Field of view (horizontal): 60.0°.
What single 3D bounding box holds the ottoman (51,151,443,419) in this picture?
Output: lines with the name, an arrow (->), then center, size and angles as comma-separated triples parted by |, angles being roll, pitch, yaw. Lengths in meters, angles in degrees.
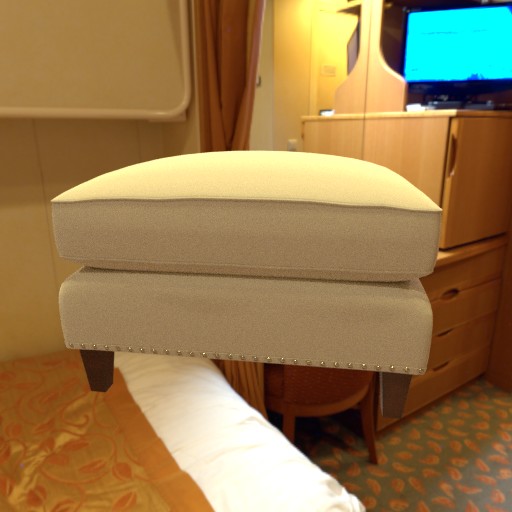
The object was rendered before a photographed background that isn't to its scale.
ottoman -> 0.000, 0.000, 1.117 | 0.741, 0.513, 0.584 | 2, 16, 8
